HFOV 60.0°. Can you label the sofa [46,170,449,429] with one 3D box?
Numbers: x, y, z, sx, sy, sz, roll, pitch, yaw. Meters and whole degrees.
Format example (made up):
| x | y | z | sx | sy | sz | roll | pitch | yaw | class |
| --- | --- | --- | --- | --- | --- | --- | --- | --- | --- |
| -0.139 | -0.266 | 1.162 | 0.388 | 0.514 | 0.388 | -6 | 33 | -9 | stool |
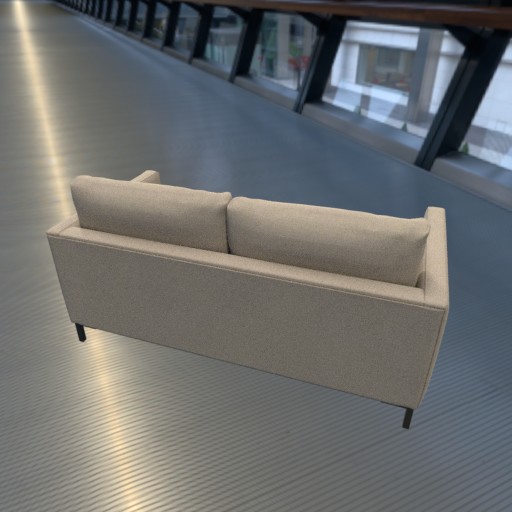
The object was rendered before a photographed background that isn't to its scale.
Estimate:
| x | y | z | sx | sy | sz | roll | pitch | yaw | class |
| --- | --- | --- | --- | --- | --- | --- | --- | --- | --- |
| 0.000 | 0.000 | 2.148 | 1.682 | 0.840 | 0.875 | 10 | 32 | 17 | sofa |
